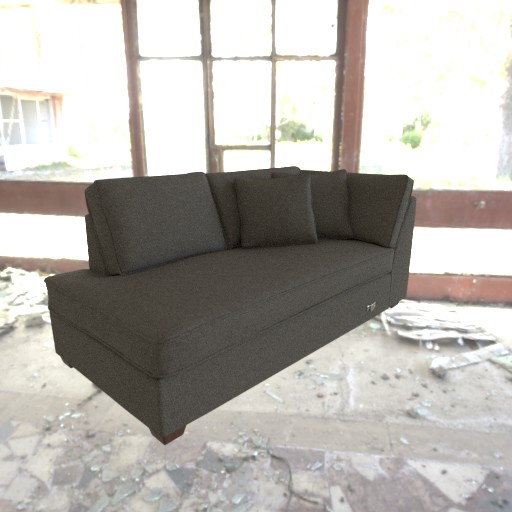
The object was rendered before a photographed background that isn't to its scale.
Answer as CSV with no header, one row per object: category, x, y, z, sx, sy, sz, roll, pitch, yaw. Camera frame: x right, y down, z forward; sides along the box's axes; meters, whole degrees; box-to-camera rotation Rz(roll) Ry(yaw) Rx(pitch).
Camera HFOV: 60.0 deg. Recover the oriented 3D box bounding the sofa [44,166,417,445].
sofa,0.000,0.000,2.795,1.110,1.033,2.237,15,22,42
